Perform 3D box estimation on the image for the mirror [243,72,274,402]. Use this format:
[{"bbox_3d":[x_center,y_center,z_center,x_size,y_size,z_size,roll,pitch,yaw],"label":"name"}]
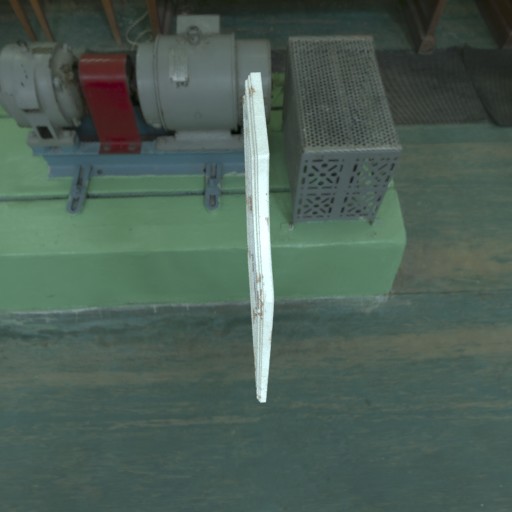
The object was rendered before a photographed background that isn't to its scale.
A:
[{"bbox_3d":[0.000,0.000,0.865,0.022,0.717,0.403,-3,60,-2],"label":"mirror"}]
